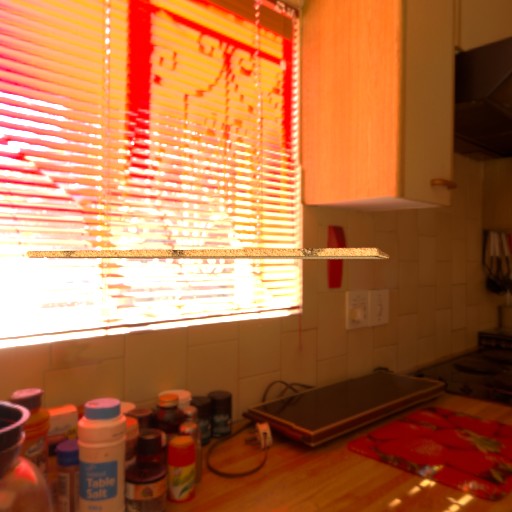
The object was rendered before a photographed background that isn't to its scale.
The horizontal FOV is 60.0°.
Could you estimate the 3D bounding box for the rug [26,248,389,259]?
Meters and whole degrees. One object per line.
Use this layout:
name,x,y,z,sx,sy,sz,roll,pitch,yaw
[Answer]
rug,0.000,0.000,2.129,1.200,0.025,1.600,0,-1,18
